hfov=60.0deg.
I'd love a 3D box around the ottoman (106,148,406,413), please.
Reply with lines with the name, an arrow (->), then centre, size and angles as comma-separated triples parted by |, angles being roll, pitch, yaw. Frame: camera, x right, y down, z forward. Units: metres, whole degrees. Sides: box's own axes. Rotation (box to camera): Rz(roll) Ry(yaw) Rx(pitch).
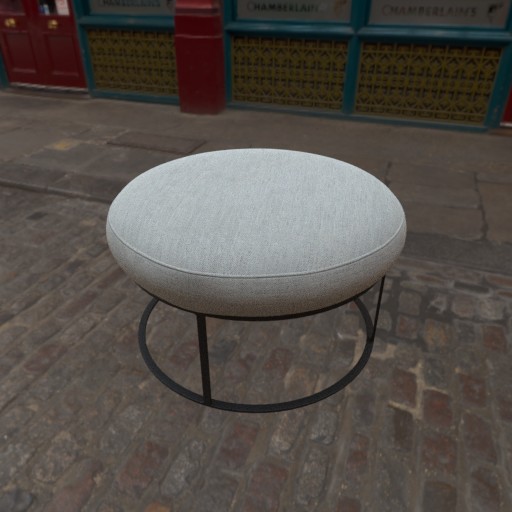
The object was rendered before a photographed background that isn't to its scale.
ottoman -> 0.000, 0.000, 1.247 | 0.769, 0.459, 0.769 | 0, 30, 0
